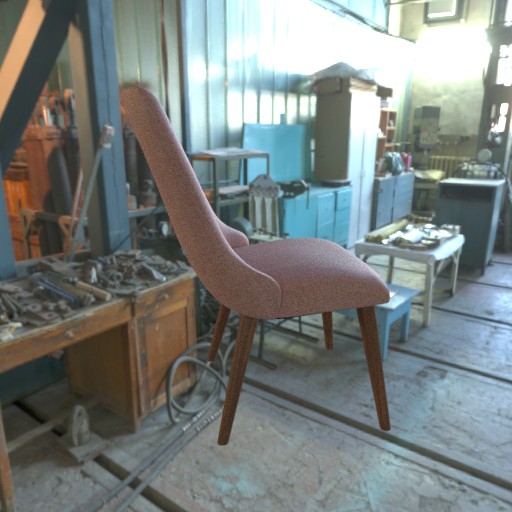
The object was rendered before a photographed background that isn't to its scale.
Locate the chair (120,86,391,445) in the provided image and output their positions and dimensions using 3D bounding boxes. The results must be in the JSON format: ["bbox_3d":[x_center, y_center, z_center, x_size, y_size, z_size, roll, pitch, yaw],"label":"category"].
[{"bbox_3d":[0.000,0.000,1.327,0.707,0.918,0.535,-2,16,-8],"label":"chair"}]
